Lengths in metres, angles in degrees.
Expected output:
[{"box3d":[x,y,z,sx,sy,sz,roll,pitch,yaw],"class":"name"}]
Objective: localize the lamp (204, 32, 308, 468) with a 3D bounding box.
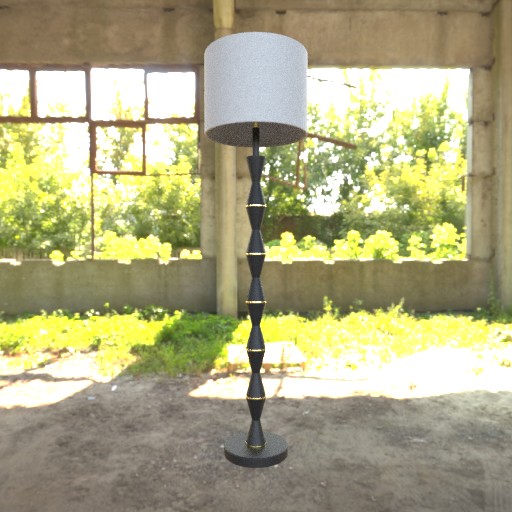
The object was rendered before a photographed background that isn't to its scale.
[{"box3d":[0.000,0.000,1.658,0.381,1.480,0.381,-1,1,-35],"class":"lamp"}]
